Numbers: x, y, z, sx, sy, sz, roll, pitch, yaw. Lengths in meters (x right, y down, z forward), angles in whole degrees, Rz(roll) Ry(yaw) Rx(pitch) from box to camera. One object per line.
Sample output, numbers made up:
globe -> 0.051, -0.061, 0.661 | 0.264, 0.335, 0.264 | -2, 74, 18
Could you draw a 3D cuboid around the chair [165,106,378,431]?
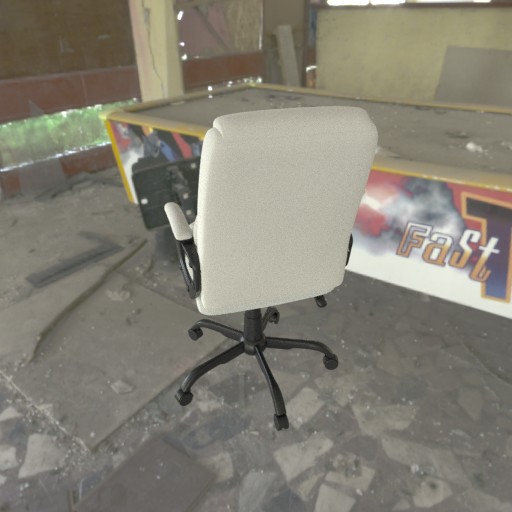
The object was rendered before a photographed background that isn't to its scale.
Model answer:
chair -> 0.000, 0.000, 1.515 | 0.663, 1.065, 0.669 | -9, 30, -16
